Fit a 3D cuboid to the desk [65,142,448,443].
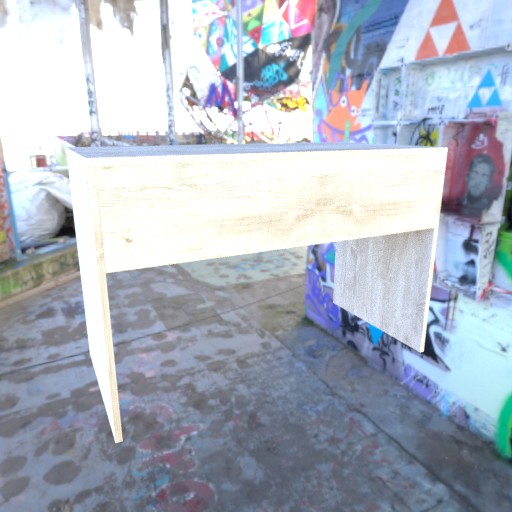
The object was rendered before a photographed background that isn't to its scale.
[{"bbox_3d":[0.000,0.000,1.532,1.100,0.730,0.560,-8,18,-25],"label":"desk"}]
